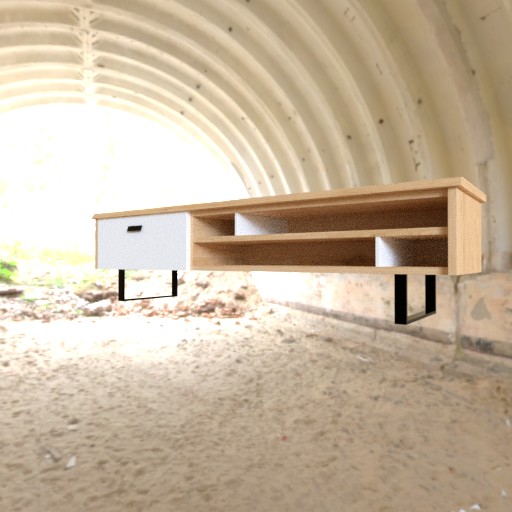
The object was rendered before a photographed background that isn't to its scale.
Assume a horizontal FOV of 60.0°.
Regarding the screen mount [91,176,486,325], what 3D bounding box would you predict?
[{"bbox_3d":[0.000,0.000,1.892,1.700,0.430,0.450,0,-1,35],"label":"screen mount"}]
